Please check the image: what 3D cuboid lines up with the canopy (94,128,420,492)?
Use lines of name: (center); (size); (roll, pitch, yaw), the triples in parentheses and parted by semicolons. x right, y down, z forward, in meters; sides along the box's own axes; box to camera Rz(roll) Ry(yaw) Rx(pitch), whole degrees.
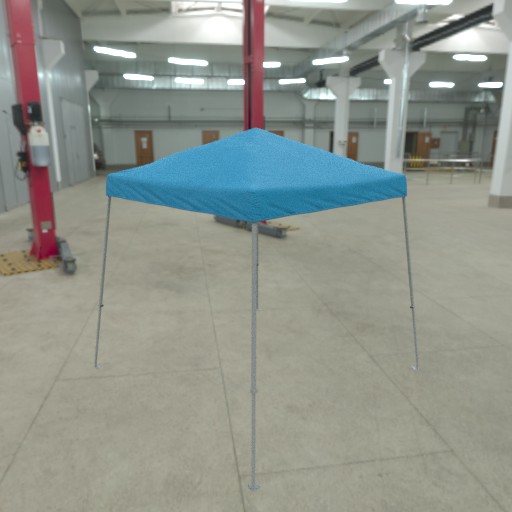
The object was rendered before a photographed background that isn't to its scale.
canopy: (0.000, 0.000, 5.123); (2.849, 2.850, 2.850); (-14, 20, -43)
